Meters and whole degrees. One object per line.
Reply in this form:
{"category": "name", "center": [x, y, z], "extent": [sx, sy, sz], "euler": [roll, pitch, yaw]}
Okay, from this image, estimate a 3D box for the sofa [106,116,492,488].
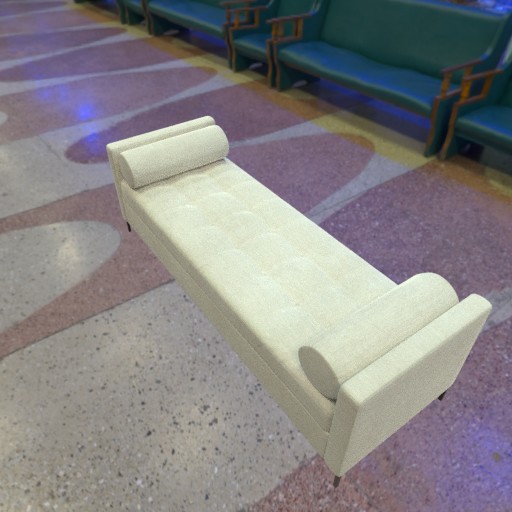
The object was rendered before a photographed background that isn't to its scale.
{"category": "sofa", "center": [0.000, 0.000, 2.233], "extent": [0.686, 0.635, 1.981], "euler": [-25, 47, -26]}
